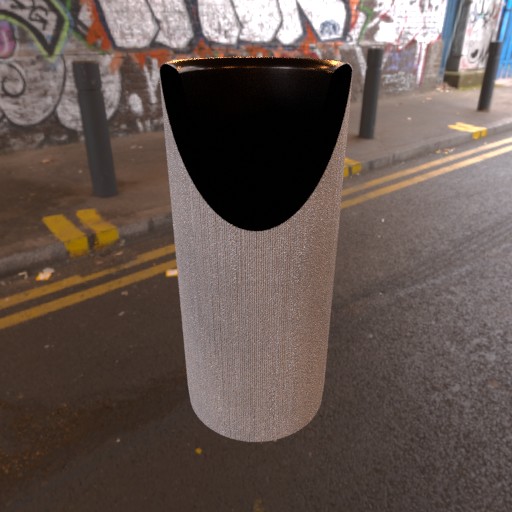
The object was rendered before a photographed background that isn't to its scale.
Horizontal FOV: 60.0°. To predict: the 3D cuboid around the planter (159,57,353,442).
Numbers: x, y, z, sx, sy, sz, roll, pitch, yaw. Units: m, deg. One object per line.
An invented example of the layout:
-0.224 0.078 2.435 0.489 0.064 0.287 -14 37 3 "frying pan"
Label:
0.000 0.000 0.128 0.045 0.103 0.045 0 27 1 "planter"
